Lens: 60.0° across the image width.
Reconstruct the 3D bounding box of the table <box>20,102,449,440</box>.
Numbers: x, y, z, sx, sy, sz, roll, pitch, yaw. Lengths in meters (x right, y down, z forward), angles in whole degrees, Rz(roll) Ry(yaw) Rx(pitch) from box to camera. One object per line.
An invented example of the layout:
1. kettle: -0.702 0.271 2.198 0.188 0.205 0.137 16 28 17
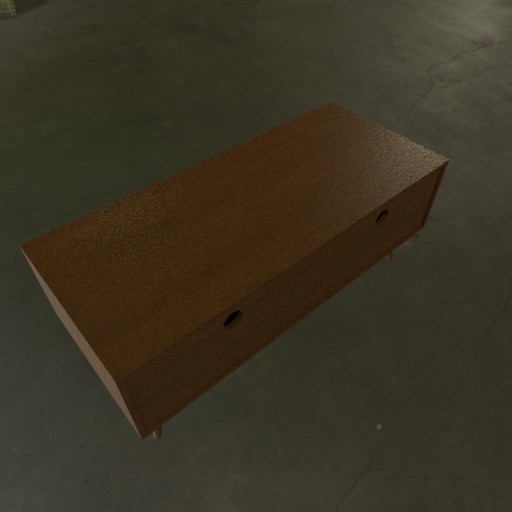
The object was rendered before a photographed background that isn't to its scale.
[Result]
1. table: 0.000 0.000 1.379 1.119 0.464 0.490 -32 54 -27
